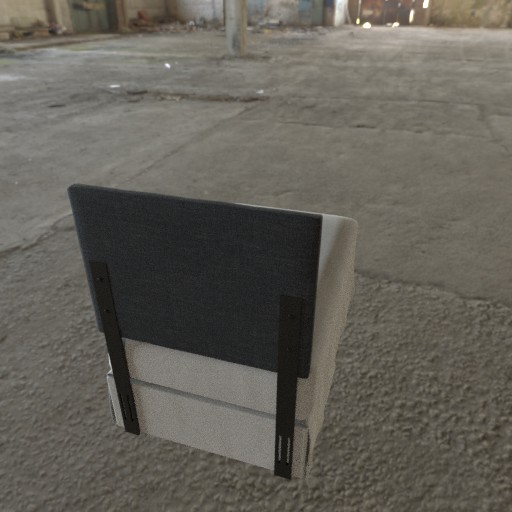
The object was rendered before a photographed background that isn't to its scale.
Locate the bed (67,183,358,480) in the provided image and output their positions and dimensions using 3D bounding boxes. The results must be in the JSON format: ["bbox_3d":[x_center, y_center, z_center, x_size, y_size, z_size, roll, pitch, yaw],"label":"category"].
[{"bbox_3d":[0.000,0.000,2.992,1.261,1.571,1.997,9,31,15],"label":"bed"}]
